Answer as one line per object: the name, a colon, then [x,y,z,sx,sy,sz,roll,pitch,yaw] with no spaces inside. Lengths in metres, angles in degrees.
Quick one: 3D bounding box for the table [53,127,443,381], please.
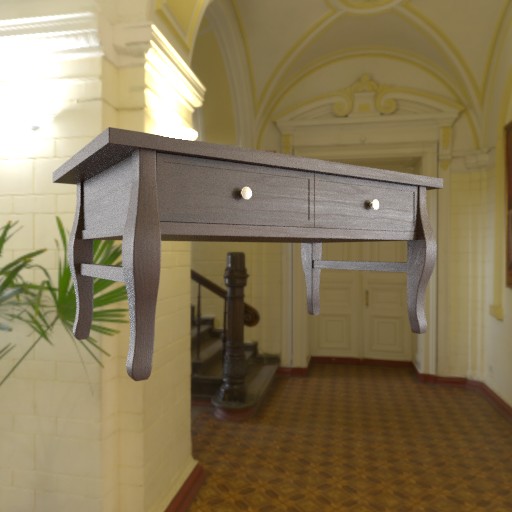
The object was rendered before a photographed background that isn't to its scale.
table: [0.000,0.000,1.372,1.062,0.494,0.600,0,1,-34]
